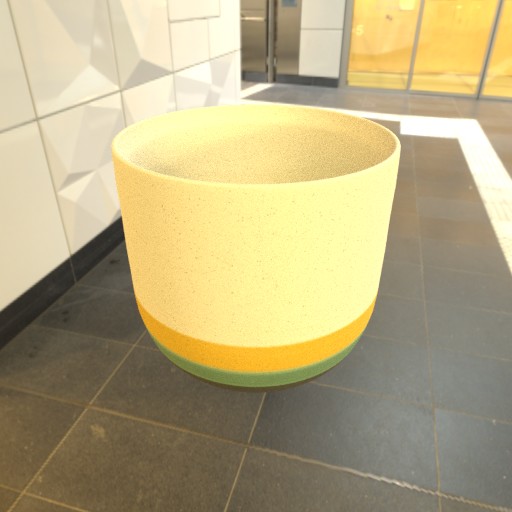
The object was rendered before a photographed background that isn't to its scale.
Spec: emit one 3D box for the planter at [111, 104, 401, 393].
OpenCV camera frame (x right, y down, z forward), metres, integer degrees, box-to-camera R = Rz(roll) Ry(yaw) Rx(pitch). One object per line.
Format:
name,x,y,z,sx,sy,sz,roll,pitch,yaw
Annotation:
planter,0.000,0.000,0.490,0.268,0.270,0.268,0,31,0
